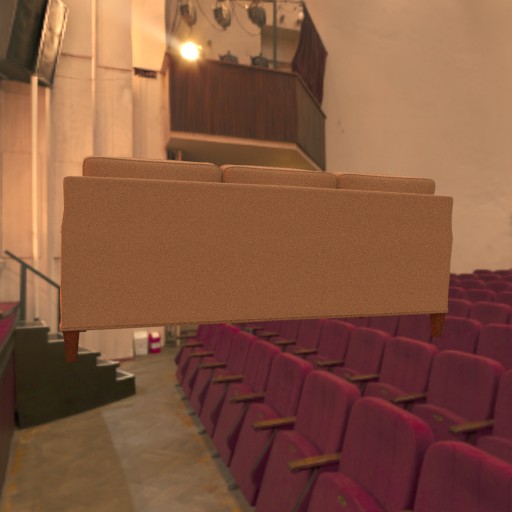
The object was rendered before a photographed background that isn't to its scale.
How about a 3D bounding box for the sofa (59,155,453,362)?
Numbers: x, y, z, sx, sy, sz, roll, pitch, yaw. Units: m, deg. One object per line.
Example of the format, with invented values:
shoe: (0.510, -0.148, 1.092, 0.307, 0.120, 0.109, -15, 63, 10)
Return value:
sofa: (0.000, 0.000, 2.820, 2.246, 1.003, 1.084, 0, 0, -18)
